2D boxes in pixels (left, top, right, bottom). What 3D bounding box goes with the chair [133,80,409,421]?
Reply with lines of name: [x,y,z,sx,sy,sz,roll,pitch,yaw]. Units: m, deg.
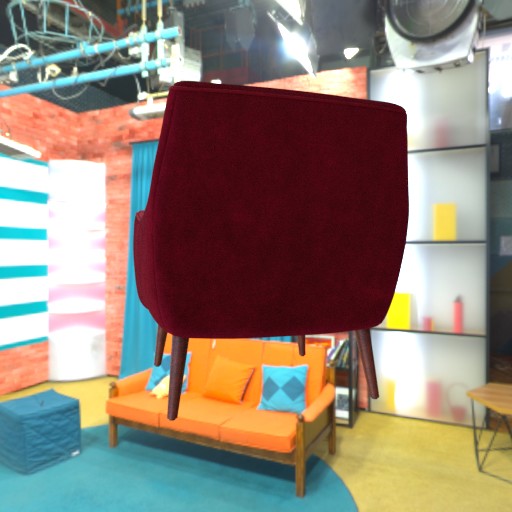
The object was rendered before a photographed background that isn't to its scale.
chair: [0.000,0.000,1.444,0.762,0.838,0.787,0,0,-16]
